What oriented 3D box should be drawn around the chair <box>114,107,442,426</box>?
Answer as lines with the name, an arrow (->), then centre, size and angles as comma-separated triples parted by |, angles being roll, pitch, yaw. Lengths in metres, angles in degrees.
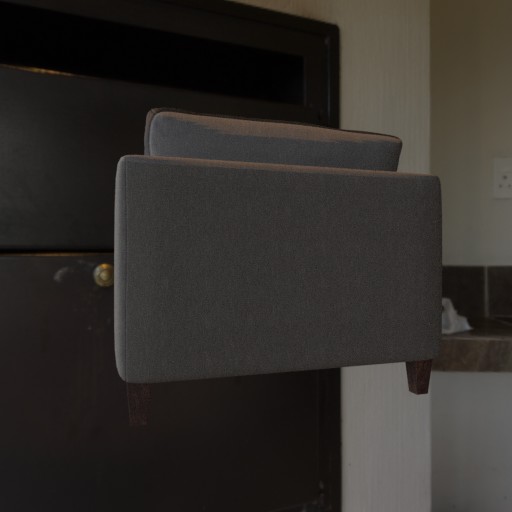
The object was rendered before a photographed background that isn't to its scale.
chair -> 0.000, 0.000, 1.821 | 1.107, 0.963, 0.959 | 0, 0, -17
